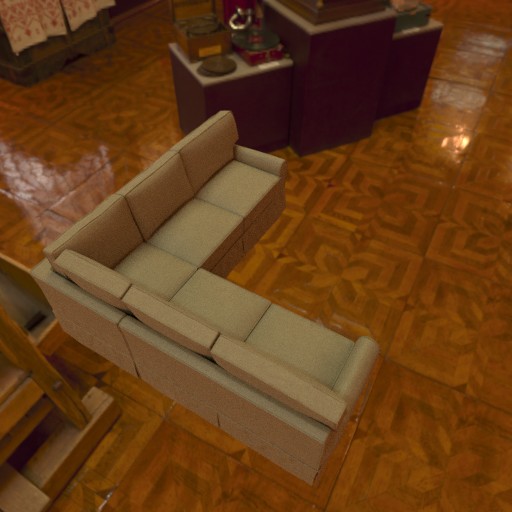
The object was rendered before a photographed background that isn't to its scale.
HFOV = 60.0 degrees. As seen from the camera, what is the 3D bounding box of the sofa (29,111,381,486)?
[{"bbox_3d":[0.000,0.000,3.994,2.618,1.081,2.623,24,52,20],"label":"sofa"}]
